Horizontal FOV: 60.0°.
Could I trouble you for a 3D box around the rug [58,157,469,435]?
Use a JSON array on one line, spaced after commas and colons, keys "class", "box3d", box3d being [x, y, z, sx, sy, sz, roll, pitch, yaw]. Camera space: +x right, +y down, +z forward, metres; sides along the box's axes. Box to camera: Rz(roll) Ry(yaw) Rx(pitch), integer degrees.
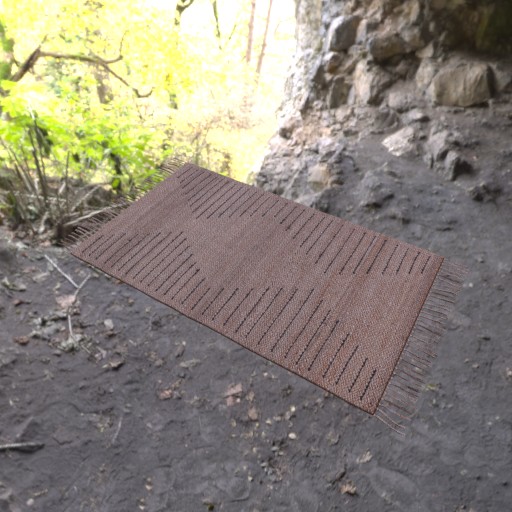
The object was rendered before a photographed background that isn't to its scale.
[{"class": "rug", "box3d": [0.000, 0.000, 2.041, 1.718, 0.017, 0.905, 24, 50, 22]}]
